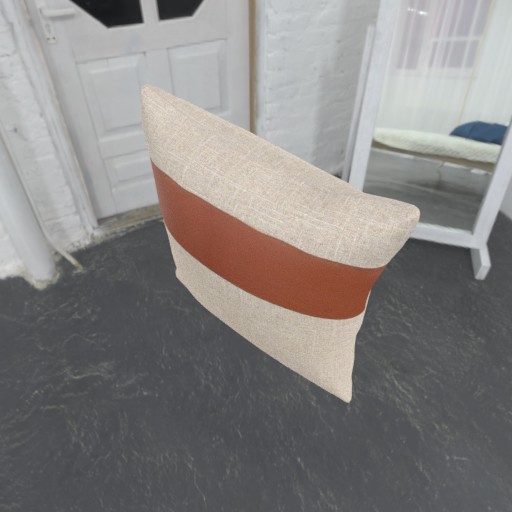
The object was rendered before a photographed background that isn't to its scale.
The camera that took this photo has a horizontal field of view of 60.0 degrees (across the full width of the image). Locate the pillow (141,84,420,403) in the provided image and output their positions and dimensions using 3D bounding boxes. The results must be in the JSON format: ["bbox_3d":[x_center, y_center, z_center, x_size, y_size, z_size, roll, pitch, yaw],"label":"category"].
[{"bbox_3d":[0.000,0.000,0.656,0.414,0.399,0.173,32,54,27],"label":"pillow"}]
